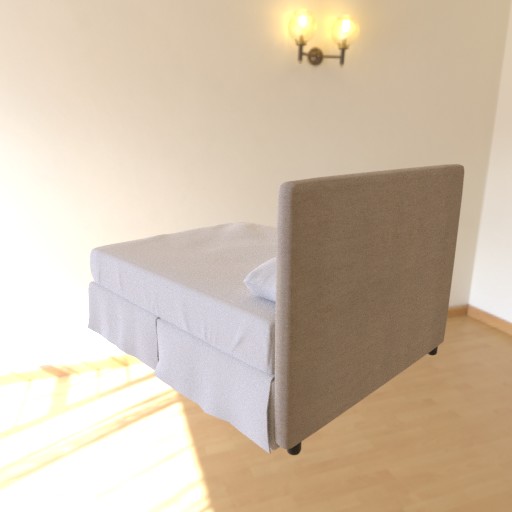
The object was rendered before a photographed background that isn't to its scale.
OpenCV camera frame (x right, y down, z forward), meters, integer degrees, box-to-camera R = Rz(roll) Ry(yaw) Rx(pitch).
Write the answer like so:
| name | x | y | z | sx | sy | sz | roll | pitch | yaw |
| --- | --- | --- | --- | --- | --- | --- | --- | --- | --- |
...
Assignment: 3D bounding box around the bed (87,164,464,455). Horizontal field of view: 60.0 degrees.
| name | x | y | z | sx | sy | sz | roll | pitch | yaw |
| --- | --- | --- | --- | --- | --- | --- | --- | --- | --- |
| bed | 0.000 | 0.000 | 3.179 | 1.713 | 1.330 | 2.162 | -14 | 21 | -42 |
